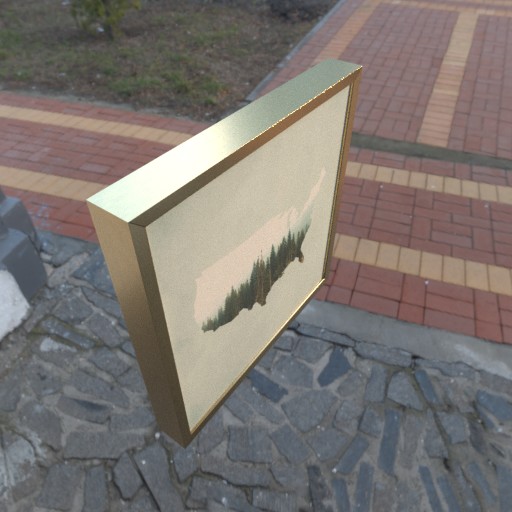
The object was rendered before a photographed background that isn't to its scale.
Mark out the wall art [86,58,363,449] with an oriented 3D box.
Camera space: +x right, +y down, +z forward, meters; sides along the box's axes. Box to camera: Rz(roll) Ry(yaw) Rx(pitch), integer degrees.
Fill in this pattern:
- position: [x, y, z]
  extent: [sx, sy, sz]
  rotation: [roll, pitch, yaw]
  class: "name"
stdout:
- position: [0.000, 0.000, 0.459]
  extent: [0.038, 0.304, 0.304]
  rotation: [26, 49, 25]
  class: "wall art"
